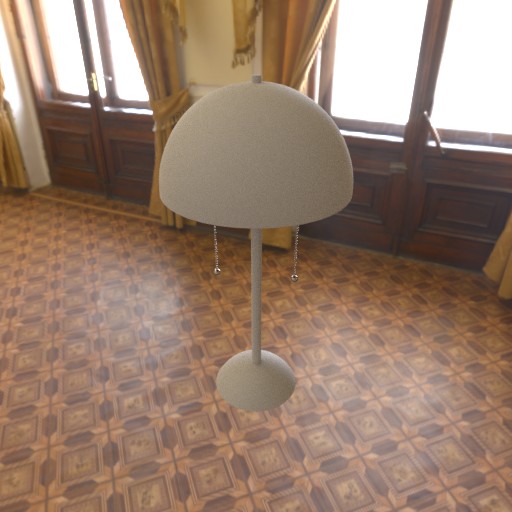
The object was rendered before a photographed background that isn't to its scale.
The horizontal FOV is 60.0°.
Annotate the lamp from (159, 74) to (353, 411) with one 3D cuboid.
[{"bbox_3d":[0.000,0.000,0.434,0.171,0.330,0.171,0,29,0],"label":"lamp"}]
